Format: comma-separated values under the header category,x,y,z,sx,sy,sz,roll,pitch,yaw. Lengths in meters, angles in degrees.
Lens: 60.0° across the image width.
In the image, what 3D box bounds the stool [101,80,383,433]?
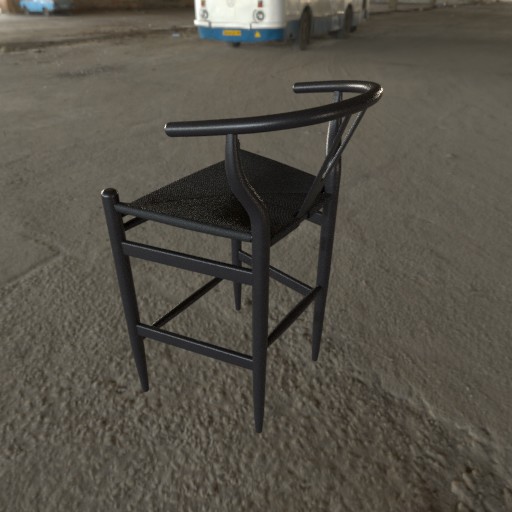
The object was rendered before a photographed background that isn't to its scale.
category,x,y,z,sx,sy,sz,roll,pitch,yaw
stool,0.000,0.000,1.293,0.579,0.970,0.569,19,36,29
